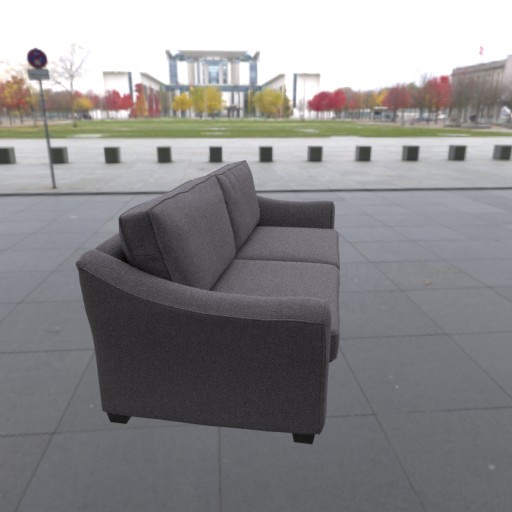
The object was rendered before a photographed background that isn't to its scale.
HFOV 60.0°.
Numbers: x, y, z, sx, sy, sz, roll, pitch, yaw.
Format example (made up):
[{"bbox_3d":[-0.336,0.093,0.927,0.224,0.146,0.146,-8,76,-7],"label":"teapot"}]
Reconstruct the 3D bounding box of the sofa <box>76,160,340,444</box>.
[{"bbox_3d":[0.000,0.000,2.688,1.013,0.976,2.203,3,18,10],"label":"sofa"}]
